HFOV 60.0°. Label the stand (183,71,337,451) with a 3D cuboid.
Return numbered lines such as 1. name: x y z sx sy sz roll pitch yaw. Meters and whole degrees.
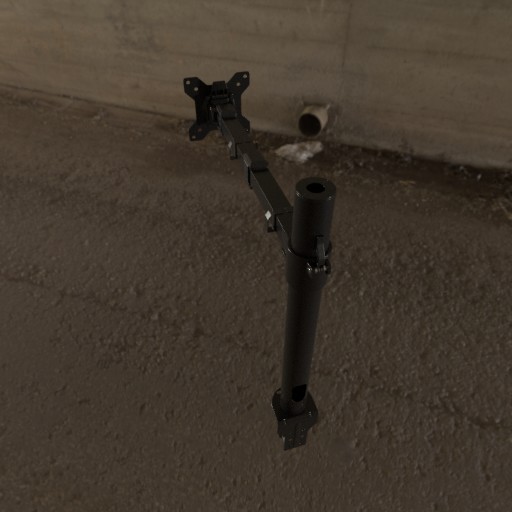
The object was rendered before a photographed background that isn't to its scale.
1. stand: 0.000 0.000 0.727 0.115 0.510 0.456 -12 43 -12
